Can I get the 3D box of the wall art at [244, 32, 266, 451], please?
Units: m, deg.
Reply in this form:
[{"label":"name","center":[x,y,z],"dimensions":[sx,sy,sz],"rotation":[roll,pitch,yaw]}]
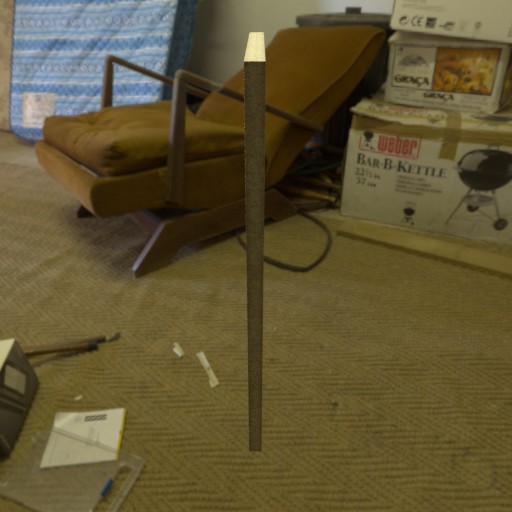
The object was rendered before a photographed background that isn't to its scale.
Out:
[{"label":"wall art","center":[0.000,0.000,1.680],"dimensions":[0.051,1.461,0.648],"rotation":[0,32,0]}]
